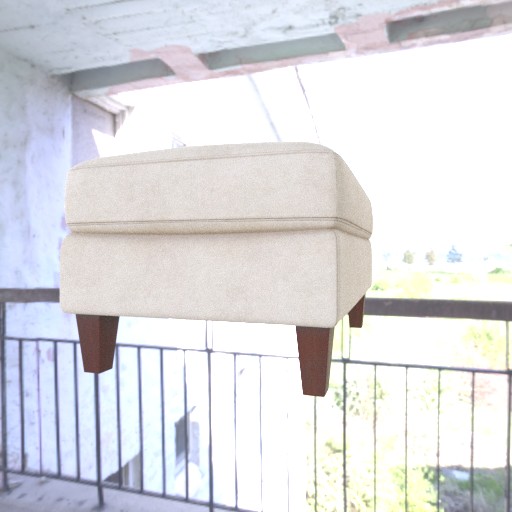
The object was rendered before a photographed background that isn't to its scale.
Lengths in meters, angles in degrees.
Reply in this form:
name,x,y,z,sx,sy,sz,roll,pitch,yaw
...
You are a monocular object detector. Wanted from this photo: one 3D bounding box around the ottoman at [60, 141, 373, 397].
name,x,y,z,sx,sy,sz,roll,pitch,yaw
ottoman,0.000,0.000,1.216,0.584,0.483,0.864,0,1,18
